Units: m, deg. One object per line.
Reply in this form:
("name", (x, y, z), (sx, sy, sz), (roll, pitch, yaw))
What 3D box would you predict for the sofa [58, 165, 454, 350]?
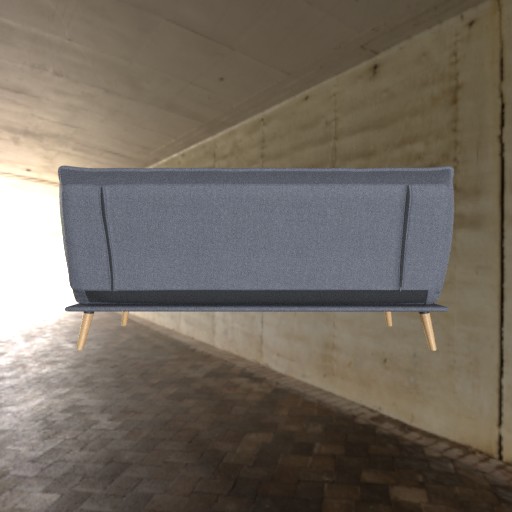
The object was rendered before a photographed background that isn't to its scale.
("sofa", (0.000, 0.000, 2.468), (1.940, 0.890, 0.950), (0, 0, 0))
